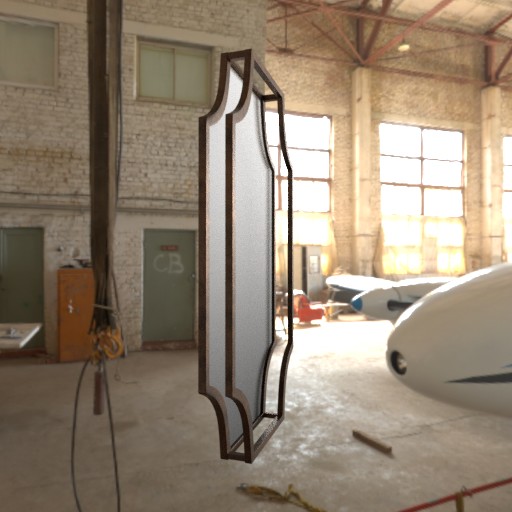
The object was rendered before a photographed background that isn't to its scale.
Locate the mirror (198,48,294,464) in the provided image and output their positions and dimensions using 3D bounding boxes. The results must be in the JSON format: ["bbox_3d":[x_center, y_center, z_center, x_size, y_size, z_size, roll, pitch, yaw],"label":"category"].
[{"bbox_3d":[0.000,0.000,0.997,0.066,0.811,0.462,0,0,18],"label":"mirror"}]
